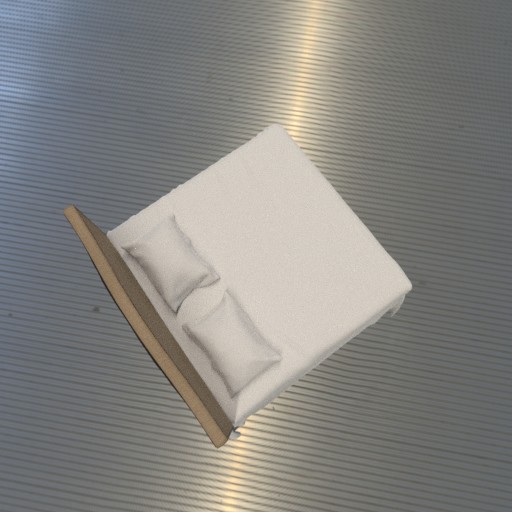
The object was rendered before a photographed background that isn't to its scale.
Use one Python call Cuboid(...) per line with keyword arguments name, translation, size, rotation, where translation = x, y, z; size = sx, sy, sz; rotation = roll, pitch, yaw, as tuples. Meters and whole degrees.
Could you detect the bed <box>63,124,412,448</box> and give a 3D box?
Cuboid(name="bed", translation=(0.000, 0.000, 3.753), size=(2.222, 1.651, 2.311), rotation=(-35, 78, -9))
